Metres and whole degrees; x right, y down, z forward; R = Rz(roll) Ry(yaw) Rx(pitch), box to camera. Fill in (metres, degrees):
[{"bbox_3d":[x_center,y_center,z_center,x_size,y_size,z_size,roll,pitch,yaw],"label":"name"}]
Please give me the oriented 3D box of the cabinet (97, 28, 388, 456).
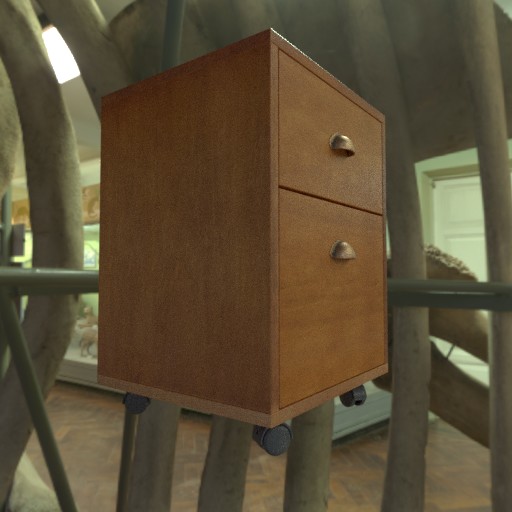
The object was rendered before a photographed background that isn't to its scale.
[{"bbox_3d":[0.000,0.000,0.841,0.401,0.579,0.409,-2,-3,37],"label":"cabinet"}]
